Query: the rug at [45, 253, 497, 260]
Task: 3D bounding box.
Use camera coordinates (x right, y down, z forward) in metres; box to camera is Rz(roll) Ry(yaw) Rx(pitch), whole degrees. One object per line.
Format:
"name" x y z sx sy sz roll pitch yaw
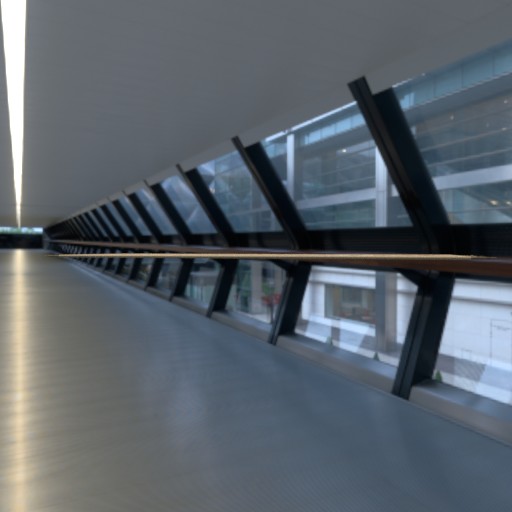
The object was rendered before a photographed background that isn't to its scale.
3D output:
"rug" 0.000 0.000 2.648 2.438 0.021 0.729 0 1 16
